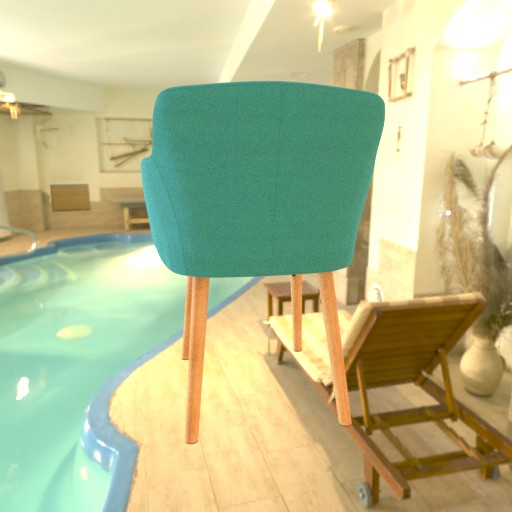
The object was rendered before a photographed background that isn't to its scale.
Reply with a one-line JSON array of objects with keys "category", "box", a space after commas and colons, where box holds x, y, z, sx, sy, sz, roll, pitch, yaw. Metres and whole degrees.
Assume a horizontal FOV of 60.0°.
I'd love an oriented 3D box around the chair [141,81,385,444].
[{"category": "chair", "box": [0.000, 0.000, 1.154, 0.570, 0.780, 0.540, -2, 12, -10]}]
